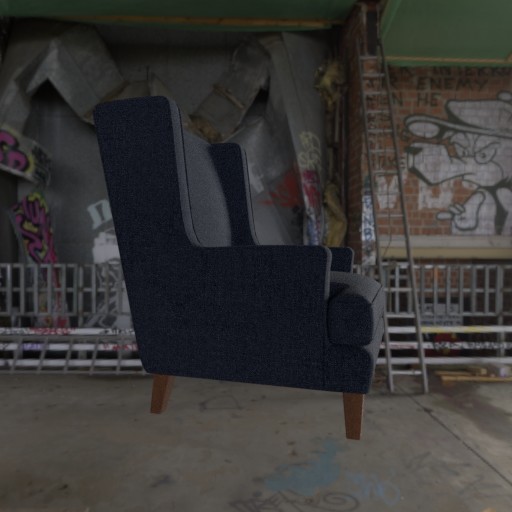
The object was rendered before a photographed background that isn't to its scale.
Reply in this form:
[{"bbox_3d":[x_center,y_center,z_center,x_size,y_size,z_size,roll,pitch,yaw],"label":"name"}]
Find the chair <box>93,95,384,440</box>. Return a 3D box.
[{"bbox_3d":[0.000,0.000,1.749,0.947,1.072,0.764,0,1,18],"label":"chair"}]
